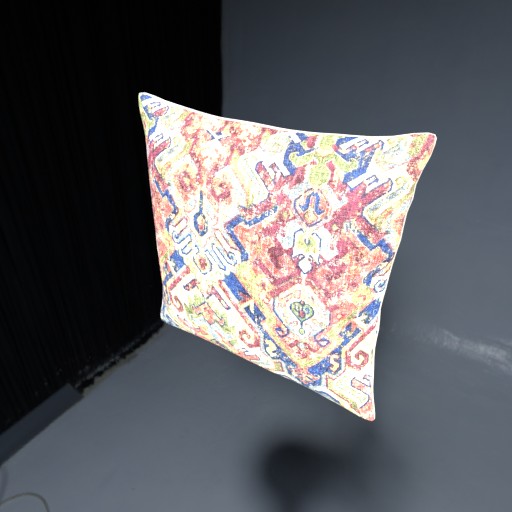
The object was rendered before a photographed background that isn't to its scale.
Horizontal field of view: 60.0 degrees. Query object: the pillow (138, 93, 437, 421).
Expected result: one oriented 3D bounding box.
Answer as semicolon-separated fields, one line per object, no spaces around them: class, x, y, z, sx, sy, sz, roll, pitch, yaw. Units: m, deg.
pillow;0.000;0.000;0.788;0.523;0.506;0.166;19;35;29
